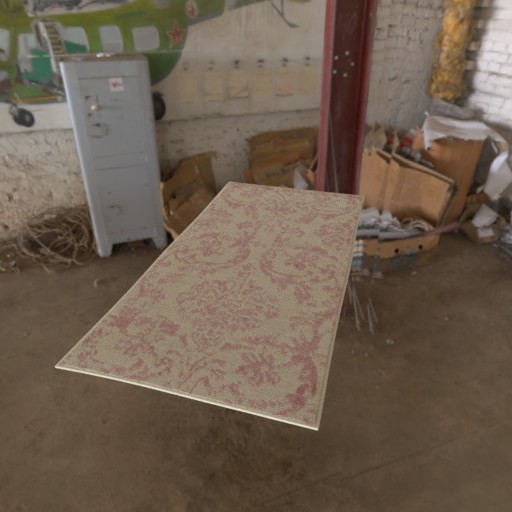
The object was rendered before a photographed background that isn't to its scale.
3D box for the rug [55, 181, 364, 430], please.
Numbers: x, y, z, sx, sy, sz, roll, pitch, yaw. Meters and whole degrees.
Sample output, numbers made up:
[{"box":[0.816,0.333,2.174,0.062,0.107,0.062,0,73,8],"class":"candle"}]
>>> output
[{"box":[0.000,0.000,1.439,0.604,0.007,1.219,8,31,14],"class":"rug"}]
